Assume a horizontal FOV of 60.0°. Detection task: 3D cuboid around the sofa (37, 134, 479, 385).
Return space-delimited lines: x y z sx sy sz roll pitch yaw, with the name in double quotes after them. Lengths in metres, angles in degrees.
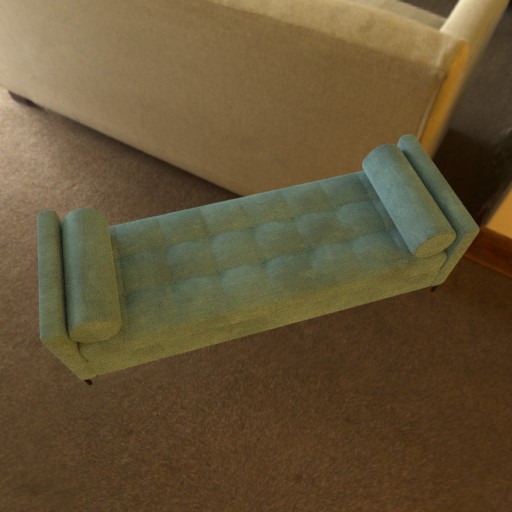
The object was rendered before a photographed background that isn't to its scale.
0.000 0.000 2.329 1.981 0.635 0.686 -14 58 -9 "sofa"
